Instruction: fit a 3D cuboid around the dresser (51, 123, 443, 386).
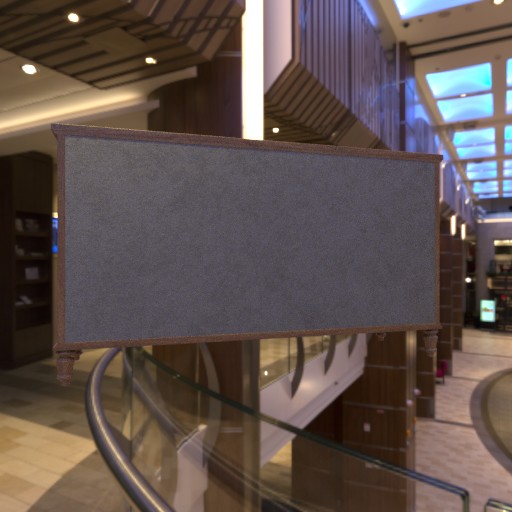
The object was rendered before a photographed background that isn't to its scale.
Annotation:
[{"bbox_3d":[0.000,0.000,1.943,1.583,0.892,0.468,0,0,-17],"label":"dresser"}]
